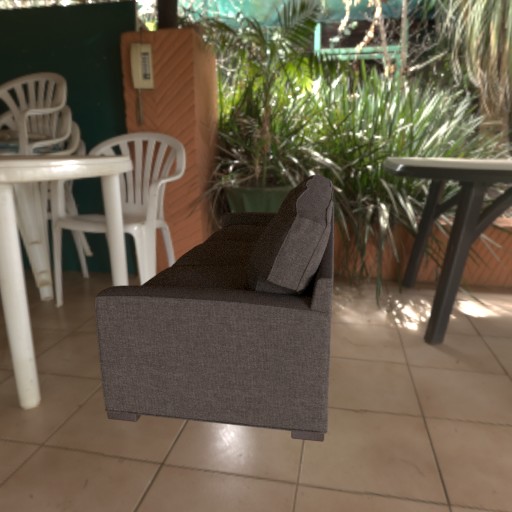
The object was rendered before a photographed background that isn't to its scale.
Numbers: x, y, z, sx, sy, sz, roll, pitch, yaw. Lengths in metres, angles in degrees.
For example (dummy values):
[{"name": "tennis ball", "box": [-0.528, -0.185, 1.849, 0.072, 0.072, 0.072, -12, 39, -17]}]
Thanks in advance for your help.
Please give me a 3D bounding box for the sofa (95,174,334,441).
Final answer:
[{"name": "sofa", "box": [0.000, 0.000, 2.926, 1.004, 0.978, 2.369, 2, 14, 9]}]
